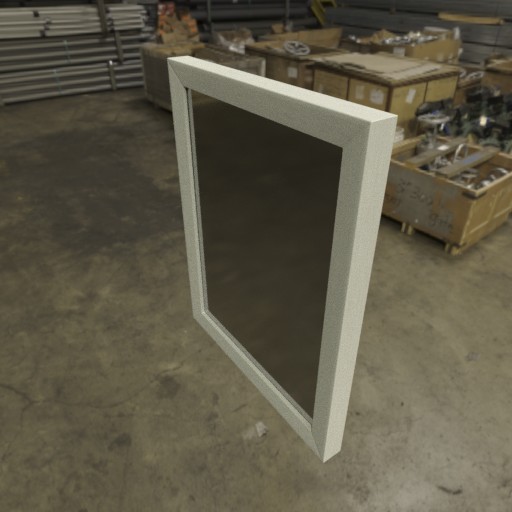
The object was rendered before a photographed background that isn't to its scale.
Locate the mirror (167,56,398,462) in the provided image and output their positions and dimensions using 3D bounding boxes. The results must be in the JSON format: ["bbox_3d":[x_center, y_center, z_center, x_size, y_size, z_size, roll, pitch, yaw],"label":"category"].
[{"bbox_3d":[0.000,0.000,0.673,0.041,0.508,0.405,-21,38,-29],"label":"mirror"}]
